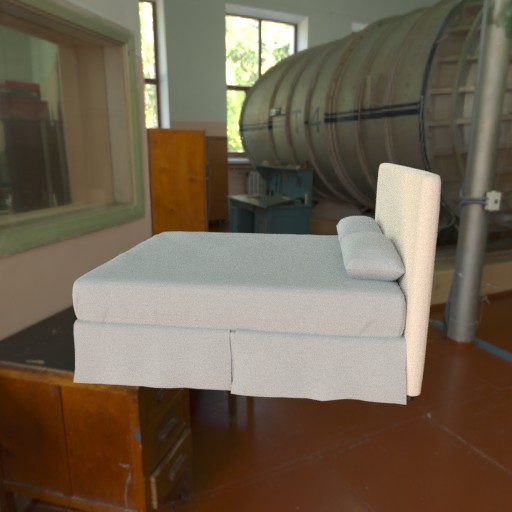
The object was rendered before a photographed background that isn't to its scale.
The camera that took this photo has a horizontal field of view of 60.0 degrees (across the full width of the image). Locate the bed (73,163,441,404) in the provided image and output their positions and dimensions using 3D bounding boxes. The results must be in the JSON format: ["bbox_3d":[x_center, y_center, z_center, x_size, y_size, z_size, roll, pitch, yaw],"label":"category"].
[{"bbox_3d":[0.000,0.000,3.310,2.142,1.330,1.748,2,14,8],"label":"bed"}]
